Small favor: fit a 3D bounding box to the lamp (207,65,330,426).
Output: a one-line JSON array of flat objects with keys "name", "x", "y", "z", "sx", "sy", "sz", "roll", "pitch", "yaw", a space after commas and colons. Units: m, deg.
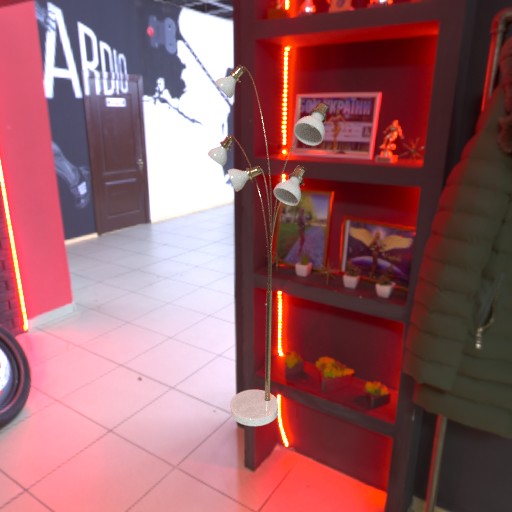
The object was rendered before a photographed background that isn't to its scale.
[{"name": "lamp", "x": 0.000, "y": 0.000, "z": 2.915, "sx": 0.361, "sy": 2.423, "sz": 1.405, "roll": -8, "pitch": 19, "yaw": -23}]
